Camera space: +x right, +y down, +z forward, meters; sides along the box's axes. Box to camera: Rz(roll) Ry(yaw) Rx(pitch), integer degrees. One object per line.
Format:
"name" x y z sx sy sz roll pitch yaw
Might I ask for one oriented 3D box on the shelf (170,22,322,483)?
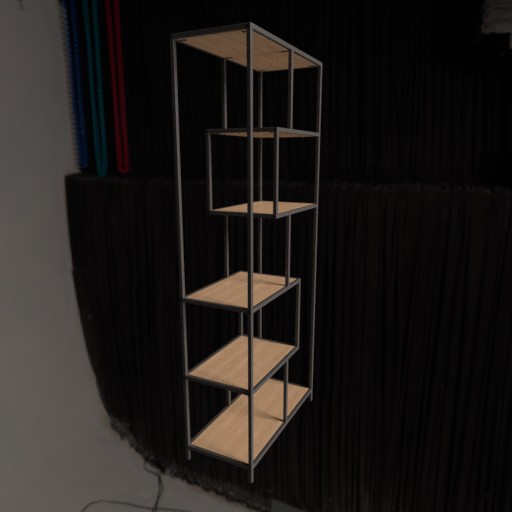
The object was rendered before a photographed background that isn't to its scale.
"shelf" 0.000 0.000 2.148 0.350 1.850 0.770 6 14 26
